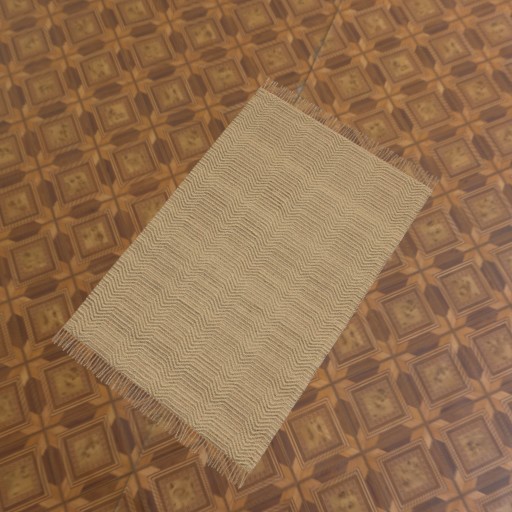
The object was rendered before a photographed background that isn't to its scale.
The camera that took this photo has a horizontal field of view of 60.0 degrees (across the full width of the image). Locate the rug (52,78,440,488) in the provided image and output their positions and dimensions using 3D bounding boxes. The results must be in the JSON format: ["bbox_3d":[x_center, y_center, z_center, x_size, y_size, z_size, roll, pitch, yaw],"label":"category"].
[{"bbox_3d":[0.000,0.000,2.457,1.224,0.027,2.021,34,76,9],"label":"rug"}]
